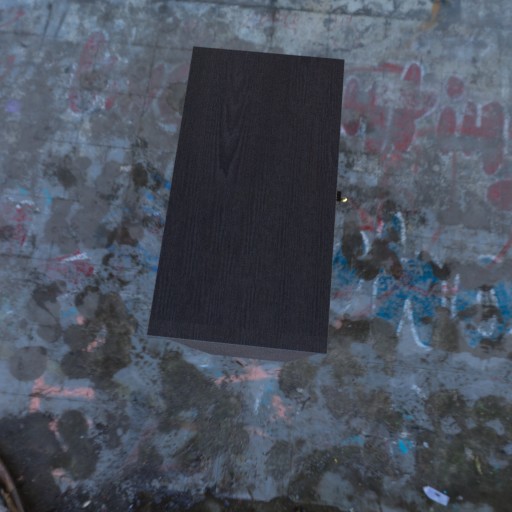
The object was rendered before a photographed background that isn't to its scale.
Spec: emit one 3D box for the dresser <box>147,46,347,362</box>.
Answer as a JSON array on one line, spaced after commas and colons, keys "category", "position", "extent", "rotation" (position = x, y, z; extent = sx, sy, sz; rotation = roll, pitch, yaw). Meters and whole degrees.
[{"category": "dresser", "position": [0.000, 0.000, 1.600], "extent": [0.418, 1.254, 0.704], "rotation": [6, 76, 1]}]
